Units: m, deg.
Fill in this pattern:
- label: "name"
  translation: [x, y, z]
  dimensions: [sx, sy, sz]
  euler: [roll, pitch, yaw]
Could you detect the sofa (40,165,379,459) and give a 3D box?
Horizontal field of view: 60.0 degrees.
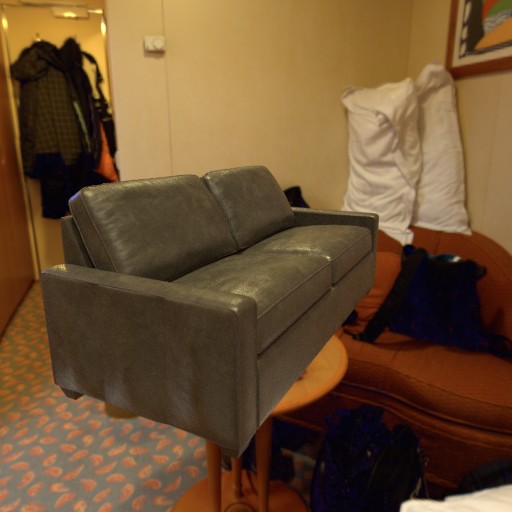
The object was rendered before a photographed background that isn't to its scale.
- label: "sofa"
  translation: [0.000, 0.000, 2.499]
  dimensions: [0.939, 0.916, 2.081]
  euler: [8, 17, 26]
